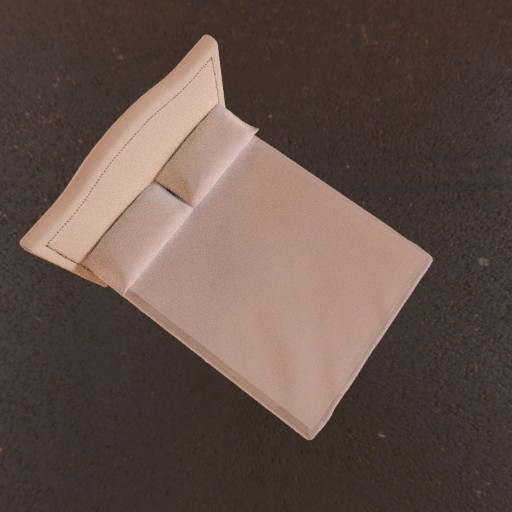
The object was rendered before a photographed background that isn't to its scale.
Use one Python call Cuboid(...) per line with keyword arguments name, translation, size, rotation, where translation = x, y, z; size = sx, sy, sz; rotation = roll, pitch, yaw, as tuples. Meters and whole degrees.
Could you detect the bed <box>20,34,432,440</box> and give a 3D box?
Cuboid(name="bed", translation=(0.000, 0.000, 3.169), size=(2.143, 1.460, 1.753), rotation=(36, 80, 8))
